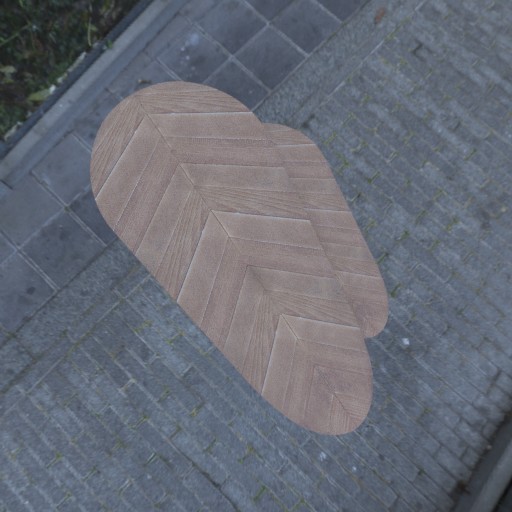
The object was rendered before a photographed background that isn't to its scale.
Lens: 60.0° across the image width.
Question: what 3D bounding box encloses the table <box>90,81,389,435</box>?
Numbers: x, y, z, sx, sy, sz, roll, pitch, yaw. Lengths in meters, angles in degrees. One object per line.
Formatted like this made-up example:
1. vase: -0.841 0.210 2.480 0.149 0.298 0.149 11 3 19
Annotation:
1. table: 0.000 0.000 1.583 0.701 0.595 1.190 -33 79 -7
